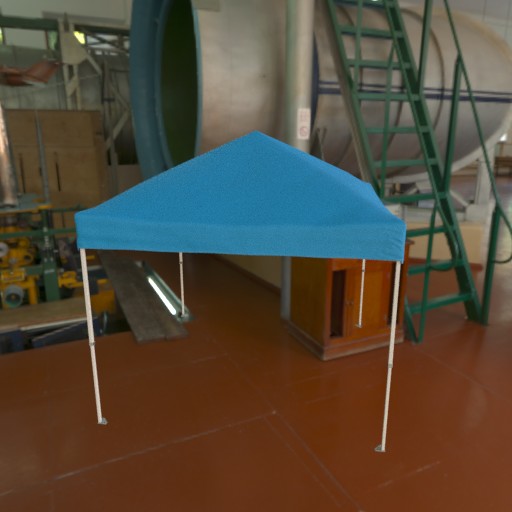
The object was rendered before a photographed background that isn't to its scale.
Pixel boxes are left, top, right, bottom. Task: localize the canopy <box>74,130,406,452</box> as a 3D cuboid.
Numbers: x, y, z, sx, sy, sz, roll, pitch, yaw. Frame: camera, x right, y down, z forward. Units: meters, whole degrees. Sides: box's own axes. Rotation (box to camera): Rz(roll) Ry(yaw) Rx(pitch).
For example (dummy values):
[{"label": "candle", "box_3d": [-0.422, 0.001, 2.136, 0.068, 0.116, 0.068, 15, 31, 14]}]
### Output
[{"label": "canopy", "box_3d": [0.000, 0.000, 5.505, 2.996, 2.997, 2.998, 2, 16, 8]}]
